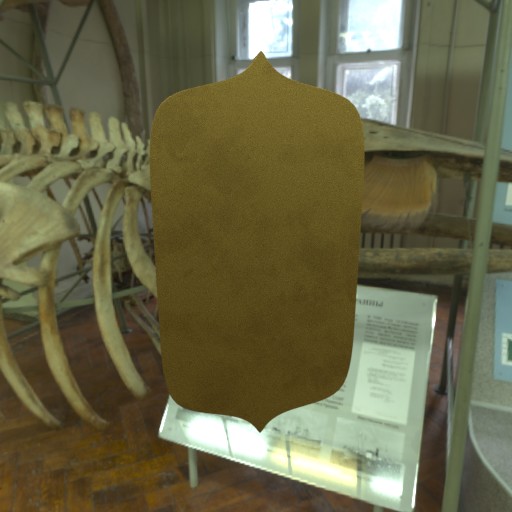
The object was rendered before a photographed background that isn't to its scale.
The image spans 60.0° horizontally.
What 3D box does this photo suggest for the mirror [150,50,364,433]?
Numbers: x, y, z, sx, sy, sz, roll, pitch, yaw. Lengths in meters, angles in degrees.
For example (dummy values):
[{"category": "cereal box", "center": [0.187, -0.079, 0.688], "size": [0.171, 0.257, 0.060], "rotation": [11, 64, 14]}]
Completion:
[{"category": "mirror", "center": [0.000, 0.000, 0.736], "size": [0.323, 0.613, 0.096], "rotation": [-2, 15, -8]}]
